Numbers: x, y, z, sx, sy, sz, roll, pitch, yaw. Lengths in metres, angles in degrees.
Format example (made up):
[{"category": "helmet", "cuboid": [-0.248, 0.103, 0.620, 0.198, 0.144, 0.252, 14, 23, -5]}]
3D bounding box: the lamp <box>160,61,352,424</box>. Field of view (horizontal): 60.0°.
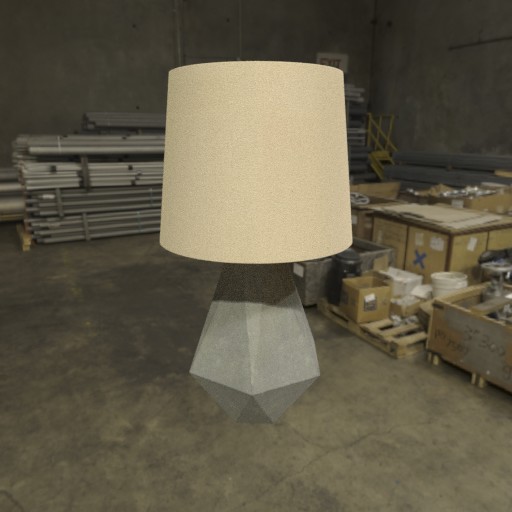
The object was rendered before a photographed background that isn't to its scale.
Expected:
[{"category": "lamp", "cuboid": [0.000, 0.000, 0.657, 0.276, 0.501, 0.276, 0, 15, 0]}]
